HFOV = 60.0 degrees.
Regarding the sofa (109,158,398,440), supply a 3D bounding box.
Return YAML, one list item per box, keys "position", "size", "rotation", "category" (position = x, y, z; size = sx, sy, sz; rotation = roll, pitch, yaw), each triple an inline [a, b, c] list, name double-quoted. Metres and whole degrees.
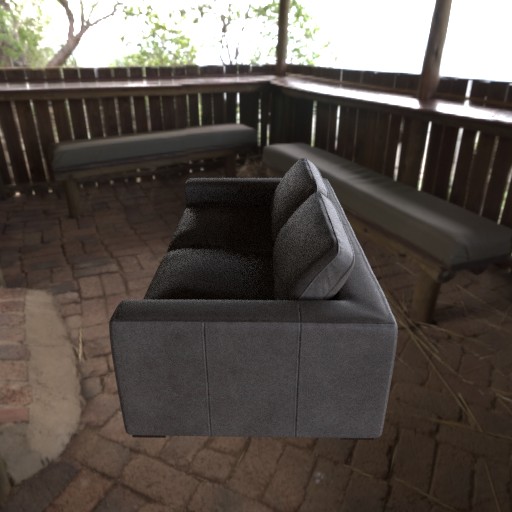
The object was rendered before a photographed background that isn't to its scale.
- position: [0.000, 0.000, 2.493]
  size: [1.070, 0.800, 1.920]
  rotation: [0, 25, 1]
  category: "sofa"
